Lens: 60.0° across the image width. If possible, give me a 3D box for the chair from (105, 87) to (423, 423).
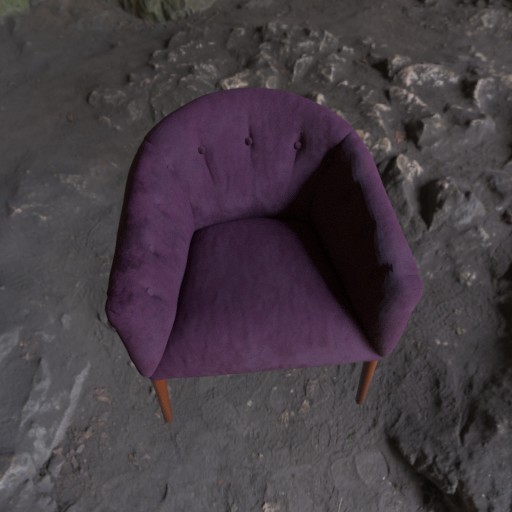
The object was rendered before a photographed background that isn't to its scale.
[{"bbox_3d":[0.000,0.000,1.523,0.851,0.885,0.776,-4,45,-4],"label":"chair"}]
